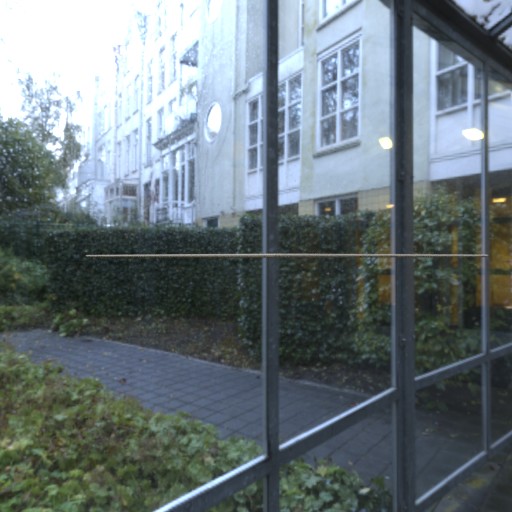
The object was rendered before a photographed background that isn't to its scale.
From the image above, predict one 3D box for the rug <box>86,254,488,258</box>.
[{"bbox_3d":[0.000,0.000,2.907,1.528,0.014,2.294,0,0,-37],"label":"rug"}]
